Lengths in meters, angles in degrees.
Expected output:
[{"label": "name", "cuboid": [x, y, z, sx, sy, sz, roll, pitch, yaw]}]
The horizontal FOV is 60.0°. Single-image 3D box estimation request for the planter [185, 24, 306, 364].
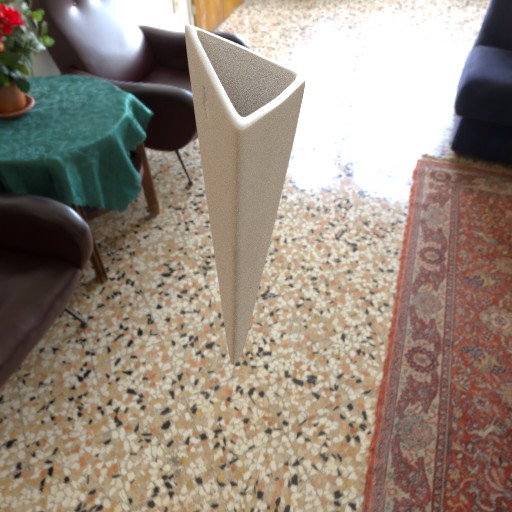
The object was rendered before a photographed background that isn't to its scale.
[{"label": "planter", "cuboid": [0.000, 0.000, 0.385, 0.065, 0.338, 0.143, -12, 48, -11]}]
